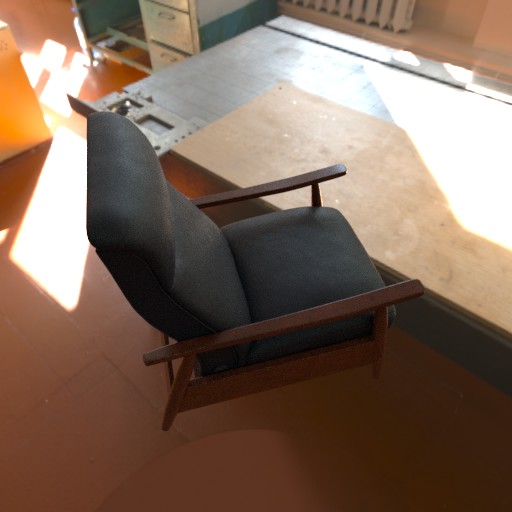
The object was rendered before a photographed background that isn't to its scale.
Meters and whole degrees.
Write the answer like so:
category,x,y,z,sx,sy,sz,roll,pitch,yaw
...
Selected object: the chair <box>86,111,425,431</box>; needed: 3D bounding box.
category,x,y,z,sx,sy,sz,roll,pitch,yaw
chair,0.000,0.000,1.737,1.014,1.082,0.762,-11,48,-10
